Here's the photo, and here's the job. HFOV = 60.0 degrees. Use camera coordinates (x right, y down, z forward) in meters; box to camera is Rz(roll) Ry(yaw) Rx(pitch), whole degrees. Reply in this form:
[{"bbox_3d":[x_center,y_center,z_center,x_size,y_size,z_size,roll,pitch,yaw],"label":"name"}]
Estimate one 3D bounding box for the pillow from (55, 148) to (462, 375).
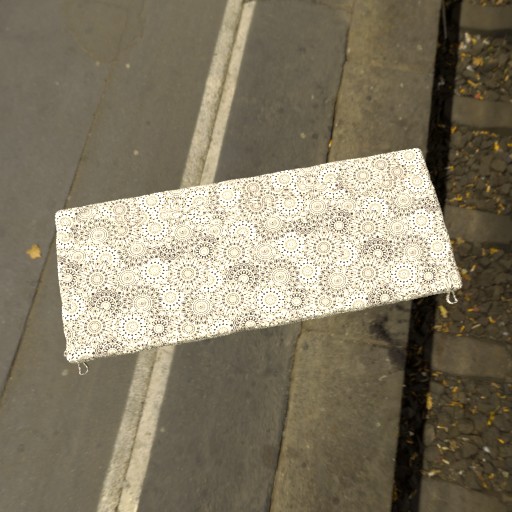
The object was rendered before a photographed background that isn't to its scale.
[{"bbox_3d":[0.000,0.000,1.324,1.187,0.081,0.492,-10,75,-3],"label":"pillow"}]
